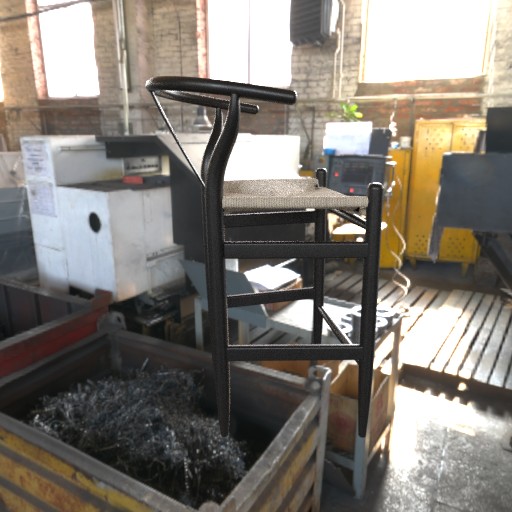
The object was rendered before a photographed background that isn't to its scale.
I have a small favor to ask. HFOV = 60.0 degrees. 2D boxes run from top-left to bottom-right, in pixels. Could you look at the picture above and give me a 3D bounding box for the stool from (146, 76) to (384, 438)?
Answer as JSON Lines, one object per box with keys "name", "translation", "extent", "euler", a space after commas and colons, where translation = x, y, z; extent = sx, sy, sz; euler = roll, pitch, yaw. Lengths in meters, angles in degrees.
{"name": "stool", "translation": [0.000, 0.000, 1.323], "extent": [0.579, 0.970, 0.569], "euler": [-2, 16, -8]}
